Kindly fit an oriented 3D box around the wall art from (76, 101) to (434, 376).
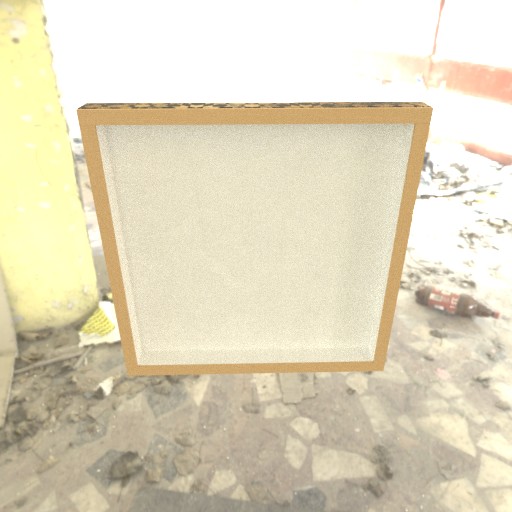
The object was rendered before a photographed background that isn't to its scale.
[{"bbox_3d":[0.000,0.000,0.617,0.405,0.405,0.038,-1,30,-1],"label":"wall art"}]
